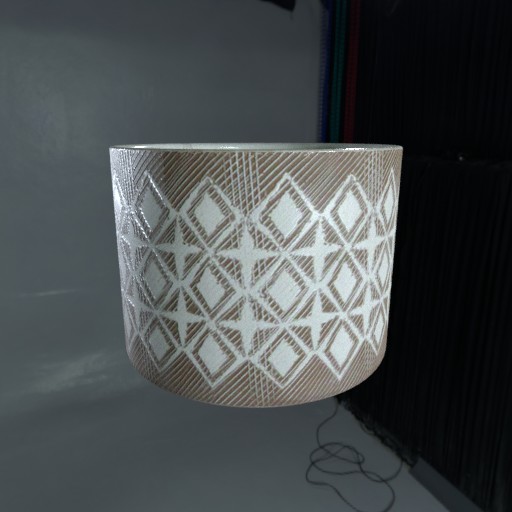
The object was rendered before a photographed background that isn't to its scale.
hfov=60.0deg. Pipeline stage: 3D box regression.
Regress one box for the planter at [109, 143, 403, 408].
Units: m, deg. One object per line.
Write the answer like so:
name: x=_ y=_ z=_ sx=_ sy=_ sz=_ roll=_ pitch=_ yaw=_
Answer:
planter: x=0.000 y=0.000 z=0.214 sx=0.126 sy=0.104 sz=0.126 roll=0 pitch=15 yaw=0
